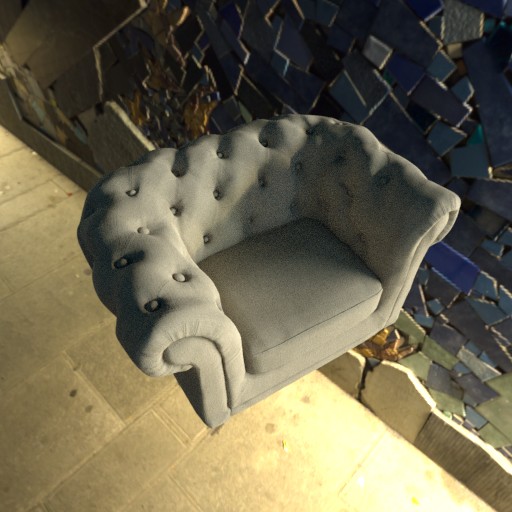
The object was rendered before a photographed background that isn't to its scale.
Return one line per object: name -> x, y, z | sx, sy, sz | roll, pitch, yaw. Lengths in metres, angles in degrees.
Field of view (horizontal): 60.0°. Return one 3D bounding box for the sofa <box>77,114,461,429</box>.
sofa -> 0.000, 0.000, 2.036 | 1.405, 0.878, 1.034 | -23, 50, -21
